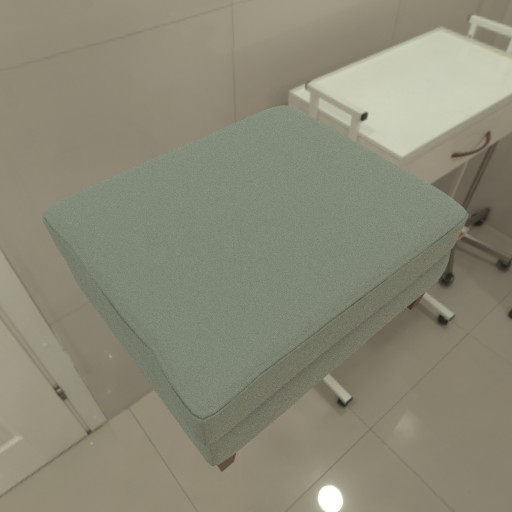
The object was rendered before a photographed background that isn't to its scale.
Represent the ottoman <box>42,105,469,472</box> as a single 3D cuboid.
[{"bbox_3d":[0.000,0.000,1.436,0.991,0.494,0.842,-32,55,-26],"label":"ottoman"}]
